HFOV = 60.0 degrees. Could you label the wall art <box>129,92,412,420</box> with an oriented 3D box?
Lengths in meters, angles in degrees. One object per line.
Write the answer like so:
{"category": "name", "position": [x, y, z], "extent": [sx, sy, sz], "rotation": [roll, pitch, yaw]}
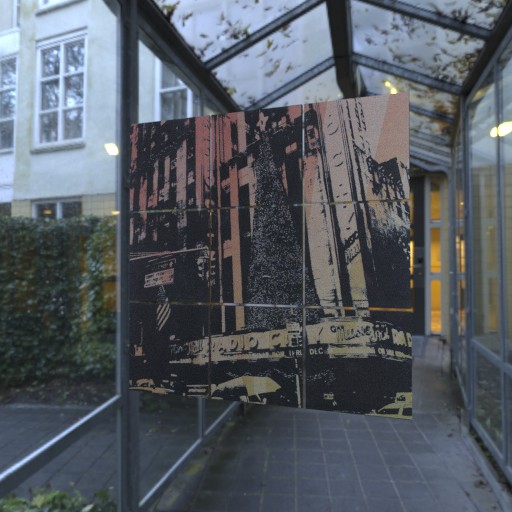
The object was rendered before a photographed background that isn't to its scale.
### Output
{"category": "wall art", "position": [0.000, 0.000, 1.839], "extent": [1.216, 1.216, 0.013], "rotation": [0, -1, 19]}
